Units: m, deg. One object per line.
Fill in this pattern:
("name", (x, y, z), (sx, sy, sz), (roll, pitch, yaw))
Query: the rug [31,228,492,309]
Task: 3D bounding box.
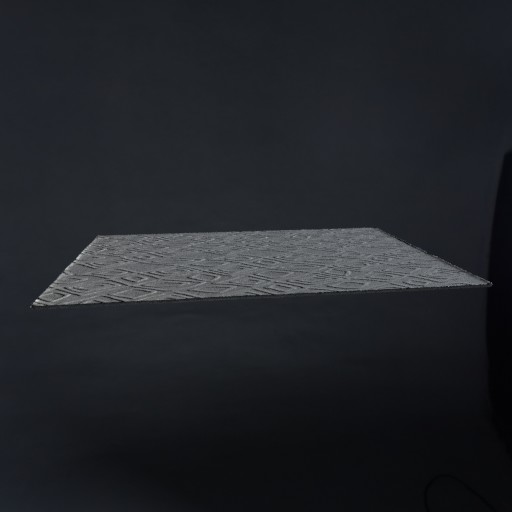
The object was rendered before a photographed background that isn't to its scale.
("rug", (0.000, 0.000, 2.309), (1.832, 0.016, 1.224), (-2, 15, -8))
